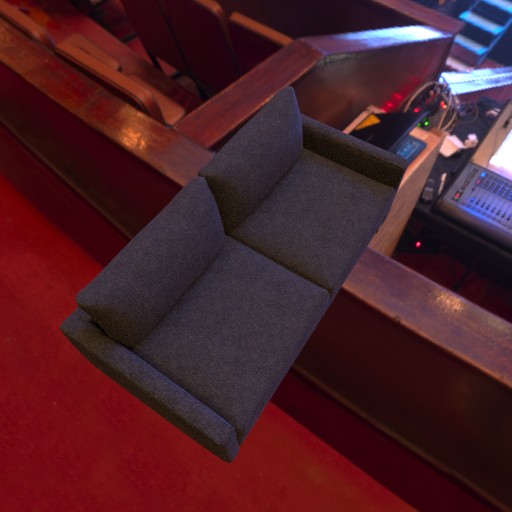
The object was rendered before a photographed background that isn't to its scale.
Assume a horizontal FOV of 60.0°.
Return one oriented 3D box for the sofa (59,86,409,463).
[{"bbox_3d":[0.000,0.000,2.241,0.866,0.862,1.716,29,62,17],"label":"sofa"}]
